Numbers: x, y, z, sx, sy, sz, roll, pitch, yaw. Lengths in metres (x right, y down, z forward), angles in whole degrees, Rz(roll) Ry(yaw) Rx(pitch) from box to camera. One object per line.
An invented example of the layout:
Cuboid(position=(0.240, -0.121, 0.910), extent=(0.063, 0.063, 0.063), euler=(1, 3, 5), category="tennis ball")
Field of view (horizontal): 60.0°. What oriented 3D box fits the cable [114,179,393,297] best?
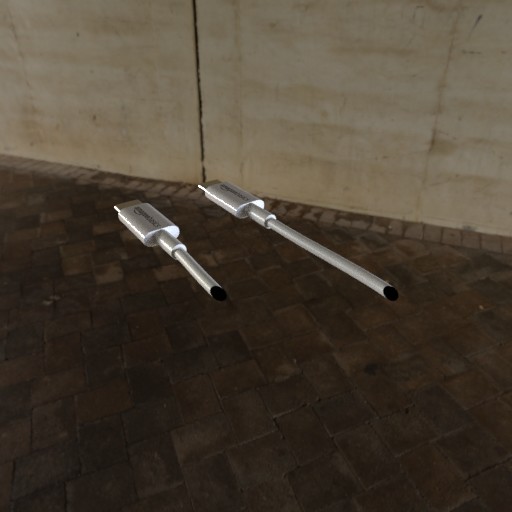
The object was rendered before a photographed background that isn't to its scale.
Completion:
Cuboid(position=(0.000, 0.000, 0.114), extent=(0.041, 0.005, 0.098), euler=(-20, 37, -30), category="cable")
